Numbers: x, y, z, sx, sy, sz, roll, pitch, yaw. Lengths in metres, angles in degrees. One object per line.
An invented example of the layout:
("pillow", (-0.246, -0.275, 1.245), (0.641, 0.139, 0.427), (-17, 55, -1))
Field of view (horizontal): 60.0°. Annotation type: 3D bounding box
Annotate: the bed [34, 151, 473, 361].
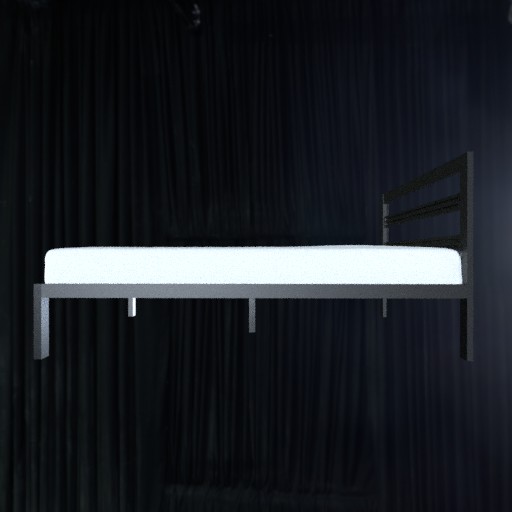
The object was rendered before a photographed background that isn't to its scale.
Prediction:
("bed", (0.000, 0.000, 2.826), (2.062, 0.967, 1.524), (0, 0, 1))
